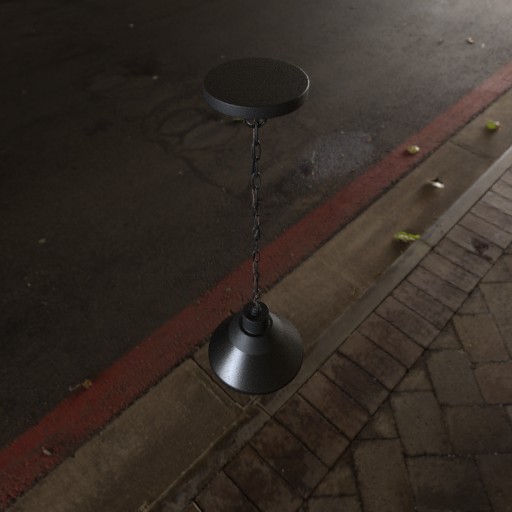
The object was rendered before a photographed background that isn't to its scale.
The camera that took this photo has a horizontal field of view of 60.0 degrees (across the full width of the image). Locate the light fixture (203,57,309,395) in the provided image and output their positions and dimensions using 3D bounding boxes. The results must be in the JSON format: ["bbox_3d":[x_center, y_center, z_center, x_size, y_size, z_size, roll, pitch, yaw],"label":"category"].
[{"bbox_3d":[0.000,0.000,0.717,0.201,0.588,0.201,-10,48,-9],"label":"light fixture"}]
